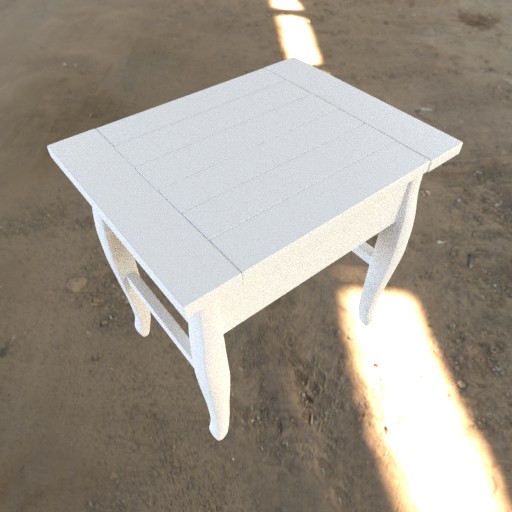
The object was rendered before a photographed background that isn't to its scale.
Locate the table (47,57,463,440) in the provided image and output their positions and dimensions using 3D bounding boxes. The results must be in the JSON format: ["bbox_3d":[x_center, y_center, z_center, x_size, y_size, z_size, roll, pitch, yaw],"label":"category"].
[{"bbox_3d":[0.000,0.000,1.024,0.599,0.605,0.463,-30,54,-25],"label":"table"}]
